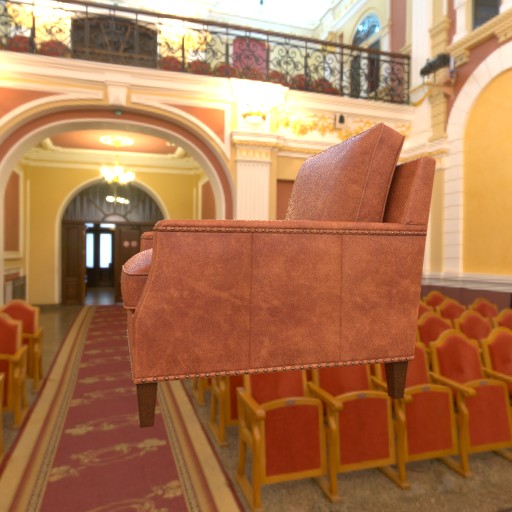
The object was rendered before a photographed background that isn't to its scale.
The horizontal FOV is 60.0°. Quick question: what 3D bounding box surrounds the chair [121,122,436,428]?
[{"bbox_3d":[0.000,0.000,1.737,1.014,0.943,0.853,0,0,-17],"label":"chair"}]
